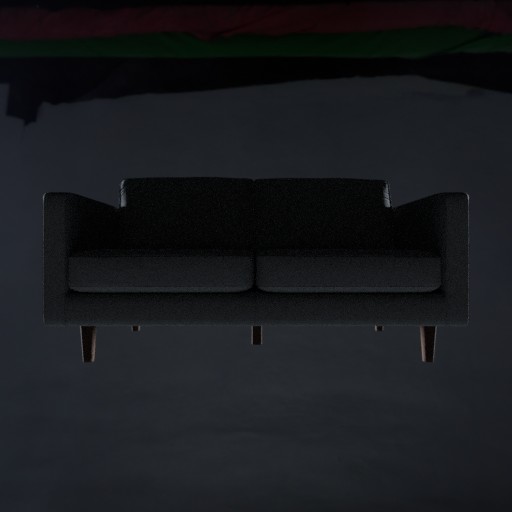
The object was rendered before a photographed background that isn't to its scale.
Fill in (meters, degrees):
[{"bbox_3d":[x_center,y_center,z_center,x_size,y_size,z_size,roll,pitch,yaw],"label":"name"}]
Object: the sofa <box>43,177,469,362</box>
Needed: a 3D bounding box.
[{"bbox_3d":[0.000,0.000,2.243,1.731,0.900,1.000,0,0,0],"label":"sofa"}]
